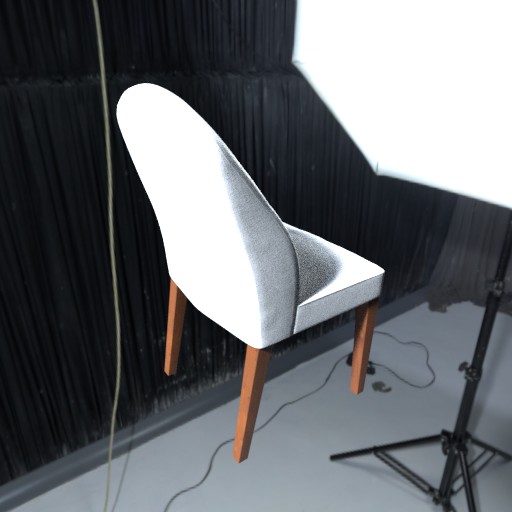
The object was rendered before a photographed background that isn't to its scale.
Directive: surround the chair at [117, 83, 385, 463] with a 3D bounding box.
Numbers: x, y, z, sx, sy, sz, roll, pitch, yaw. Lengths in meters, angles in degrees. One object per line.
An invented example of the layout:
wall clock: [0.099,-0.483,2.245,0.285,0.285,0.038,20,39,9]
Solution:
chair: [0.000,0.000,1.202,0.540,0.893,0.472,-17,30,-32]
